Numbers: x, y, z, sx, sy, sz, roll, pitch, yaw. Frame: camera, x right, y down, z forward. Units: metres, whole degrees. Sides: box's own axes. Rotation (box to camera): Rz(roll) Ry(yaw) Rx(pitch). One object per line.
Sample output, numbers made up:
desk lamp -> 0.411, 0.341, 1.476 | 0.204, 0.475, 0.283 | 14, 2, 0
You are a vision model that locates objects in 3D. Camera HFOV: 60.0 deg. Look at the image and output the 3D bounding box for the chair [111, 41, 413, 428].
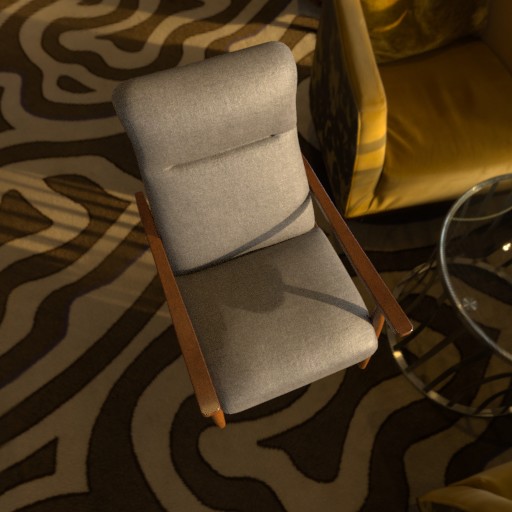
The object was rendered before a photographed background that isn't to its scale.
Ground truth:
chair -> 0.000, 0.000, 1.736 | 0.762, 1.081, 1.014 | -20, 65, -10
